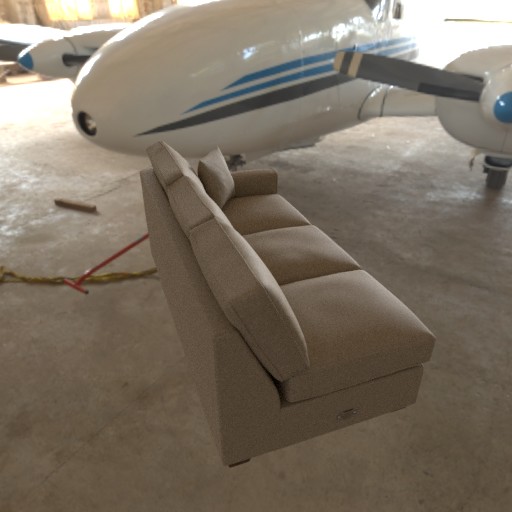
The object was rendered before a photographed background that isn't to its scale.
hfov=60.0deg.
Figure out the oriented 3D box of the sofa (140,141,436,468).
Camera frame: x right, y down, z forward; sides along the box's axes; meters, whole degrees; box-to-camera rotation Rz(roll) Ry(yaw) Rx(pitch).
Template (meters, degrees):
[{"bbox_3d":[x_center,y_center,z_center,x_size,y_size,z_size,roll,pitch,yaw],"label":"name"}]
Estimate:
[{"bbox_3d":[0.000,0.000,2.591,1.034,0.946,1.963,-10,32,-17],"label":"sofa"}]
